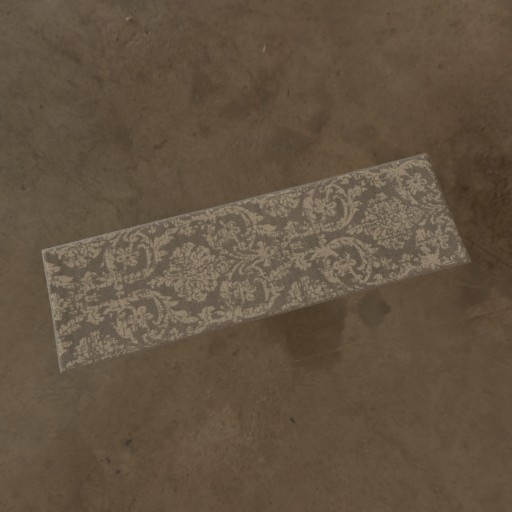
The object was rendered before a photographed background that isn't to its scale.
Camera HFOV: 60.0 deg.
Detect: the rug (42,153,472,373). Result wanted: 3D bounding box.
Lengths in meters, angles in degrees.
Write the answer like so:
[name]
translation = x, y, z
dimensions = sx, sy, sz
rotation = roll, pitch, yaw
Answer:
[rug]
translation = 0.000, 0.000, 2.361
dimensions = 2.196, 0.011, 0.662
rotation = -15, 76, -4
